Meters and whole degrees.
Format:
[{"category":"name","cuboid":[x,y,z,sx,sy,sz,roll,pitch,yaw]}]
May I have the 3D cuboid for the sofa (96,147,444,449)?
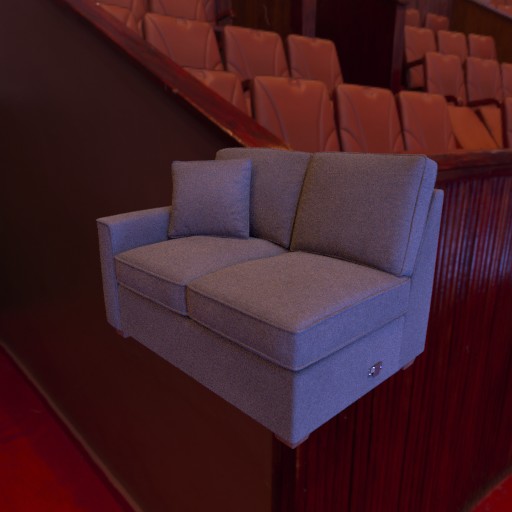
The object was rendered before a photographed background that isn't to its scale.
[{"category":"sofa","cuboid":[0.000,0.000,2.145,0.991,0.989,1.388,-15,22,-42]}]
